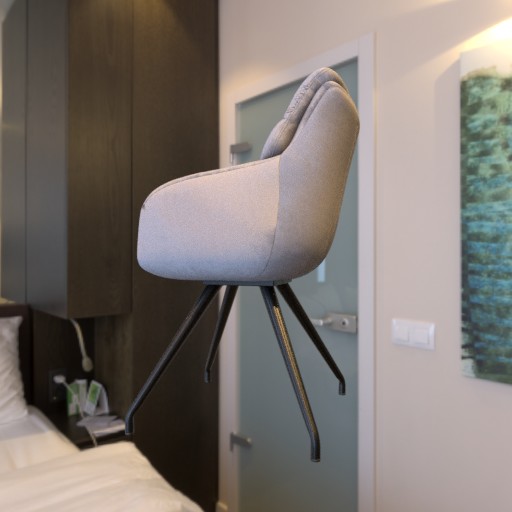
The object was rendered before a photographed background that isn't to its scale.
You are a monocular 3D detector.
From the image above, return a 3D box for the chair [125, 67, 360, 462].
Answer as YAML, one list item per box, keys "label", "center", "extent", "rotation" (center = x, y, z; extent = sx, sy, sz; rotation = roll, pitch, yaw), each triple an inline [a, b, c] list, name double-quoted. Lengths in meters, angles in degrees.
- label: "chair"
  center: [0.000, 0.000, 1.256]
  extent: [0.569, 0.888, 0.579]
  rotation: [0, 0, 18]
